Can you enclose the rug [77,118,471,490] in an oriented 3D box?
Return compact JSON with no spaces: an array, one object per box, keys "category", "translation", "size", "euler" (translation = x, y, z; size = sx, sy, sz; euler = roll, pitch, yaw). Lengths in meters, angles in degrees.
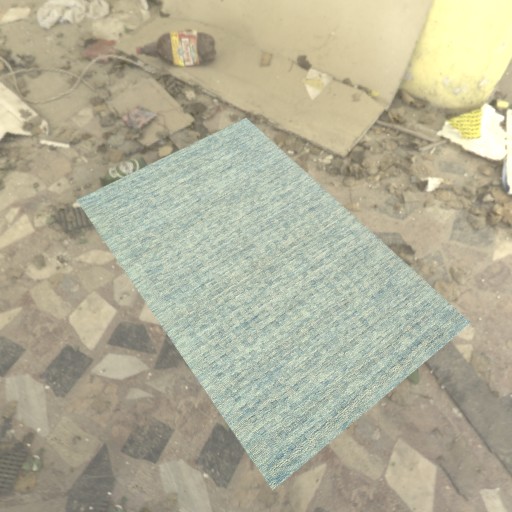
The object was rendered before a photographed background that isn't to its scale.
[{"category":"rug","translation":[0.000,0.000,2.222],"size":[1.142,0.006,1.752],"euler":[-32,62,-19]}]
